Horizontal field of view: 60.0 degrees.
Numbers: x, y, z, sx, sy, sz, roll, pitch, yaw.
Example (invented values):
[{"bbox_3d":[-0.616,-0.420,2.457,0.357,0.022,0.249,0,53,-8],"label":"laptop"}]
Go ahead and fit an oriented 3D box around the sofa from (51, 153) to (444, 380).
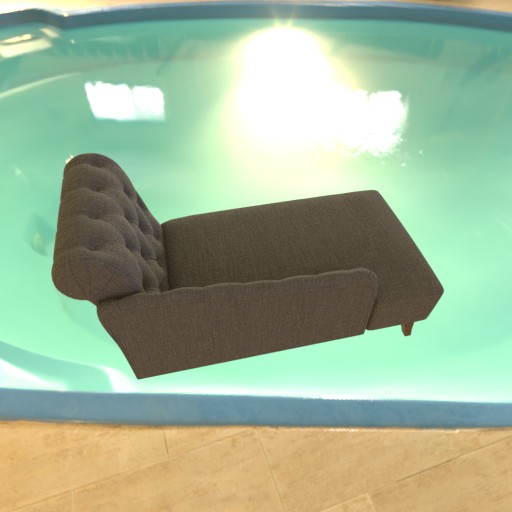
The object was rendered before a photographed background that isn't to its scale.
[{"bbox_3d":[0.000,0.000,1.833,1.379,0.787,0.675,-9,47,-9],"label":"sofa"}]
